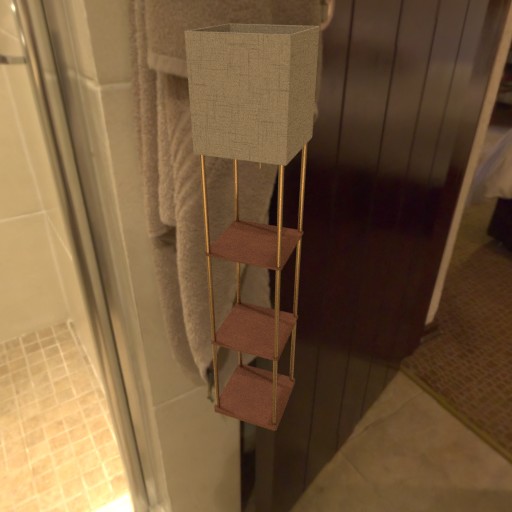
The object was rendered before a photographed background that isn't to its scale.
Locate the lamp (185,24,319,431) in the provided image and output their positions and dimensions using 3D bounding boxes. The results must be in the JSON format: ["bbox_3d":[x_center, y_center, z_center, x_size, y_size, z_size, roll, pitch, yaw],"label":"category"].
[{"bbox_3d":[0.000,0.000,1.714,0.308,1.569,0.310,11,33,18],"label":"lamp"}]
